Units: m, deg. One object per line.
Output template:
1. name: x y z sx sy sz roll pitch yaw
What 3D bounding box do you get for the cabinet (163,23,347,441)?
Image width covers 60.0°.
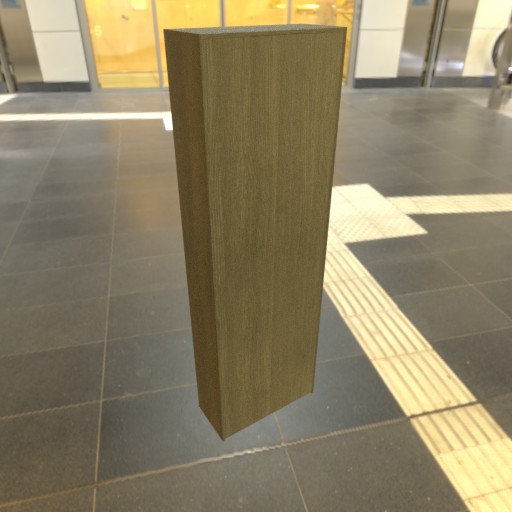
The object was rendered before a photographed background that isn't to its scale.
1. cabinet: 0.000 0.000 1.778 0.520 1.630 0.255 -18 35 -28
